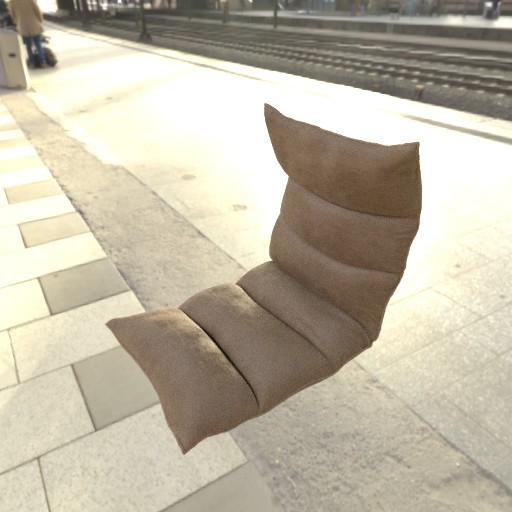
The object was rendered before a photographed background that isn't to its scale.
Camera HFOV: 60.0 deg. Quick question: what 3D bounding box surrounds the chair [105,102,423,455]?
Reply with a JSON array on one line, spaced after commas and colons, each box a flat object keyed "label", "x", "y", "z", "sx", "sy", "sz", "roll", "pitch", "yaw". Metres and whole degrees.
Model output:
[{"label": "chair", "x": 0.000, "y": 0.000, "z": 1.599, "sx": 0.985, "sy": 0.892, "sz": 0.714, "roll": -19, "pitch": 35, "yaw": -29}]
